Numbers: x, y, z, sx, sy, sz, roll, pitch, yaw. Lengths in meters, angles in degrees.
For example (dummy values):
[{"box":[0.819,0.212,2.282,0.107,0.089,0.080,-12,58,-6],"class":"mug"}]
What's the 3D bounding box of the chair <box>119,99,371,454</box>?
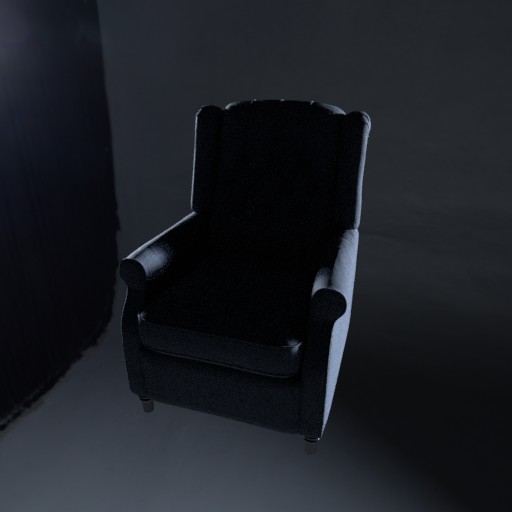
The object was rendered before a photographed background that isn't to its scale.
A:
[{"box":[0.000,0.000,1.645,0.742,1.035,0.898,8,27,16],"class":"chair"}]
